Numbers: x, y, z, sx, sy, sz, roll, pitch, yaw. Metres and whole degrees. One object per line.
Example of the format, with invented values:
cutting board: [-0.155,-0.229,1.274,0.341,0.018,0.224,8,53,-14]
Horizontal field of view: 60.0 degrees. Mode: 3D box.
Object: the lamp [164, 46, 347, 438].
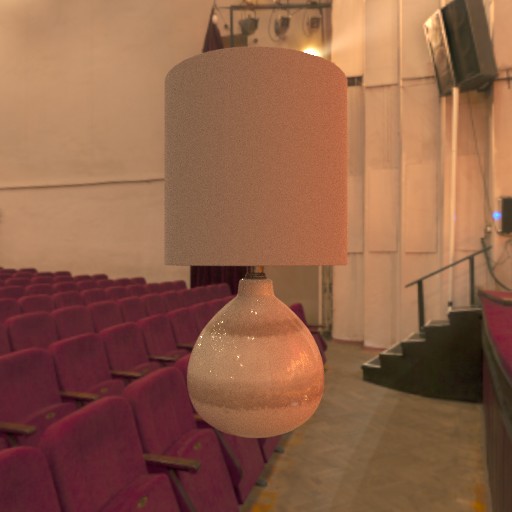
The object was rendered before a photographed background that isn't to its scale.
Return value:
lamp: [0.000,0.000,0.535,0.217,0.404,0.217,0,0,16]
